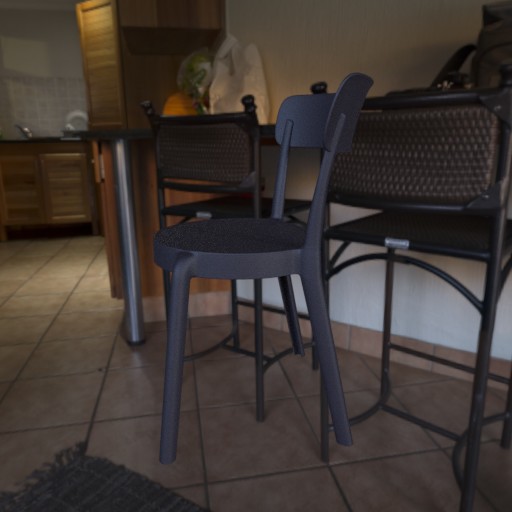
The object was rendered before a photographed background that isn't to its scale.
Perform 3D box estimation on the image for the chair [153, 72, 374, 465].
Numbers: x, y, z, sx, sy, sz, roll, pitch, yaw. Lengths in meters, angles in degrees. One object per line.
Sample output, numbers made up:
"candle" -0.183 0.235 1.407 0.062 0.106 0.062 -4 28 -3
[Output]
"chair" 0.000 0.000 1.093 0.491 0.790 0.506 -2 15 -8
